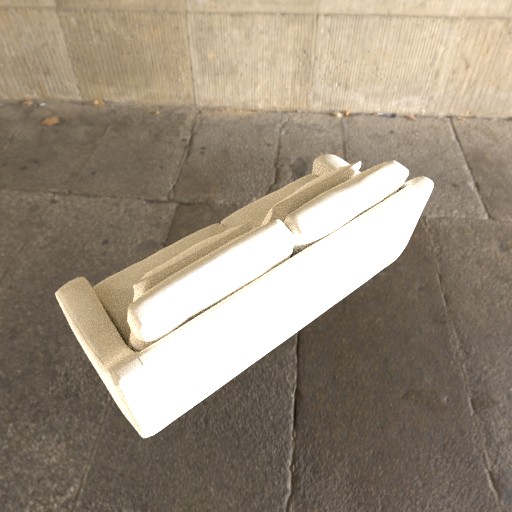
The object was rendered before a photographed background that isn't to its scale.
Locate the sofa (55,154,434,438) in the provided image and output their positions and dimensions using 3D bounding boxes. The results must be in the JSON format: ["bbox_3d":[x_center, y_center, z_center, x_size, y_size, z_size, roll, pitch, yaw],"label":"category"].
[{"bbox_3d":[0.000,0.000,3.078,2.470,1.022,1.009,-30,53,-26],"label":"sofa"}]
